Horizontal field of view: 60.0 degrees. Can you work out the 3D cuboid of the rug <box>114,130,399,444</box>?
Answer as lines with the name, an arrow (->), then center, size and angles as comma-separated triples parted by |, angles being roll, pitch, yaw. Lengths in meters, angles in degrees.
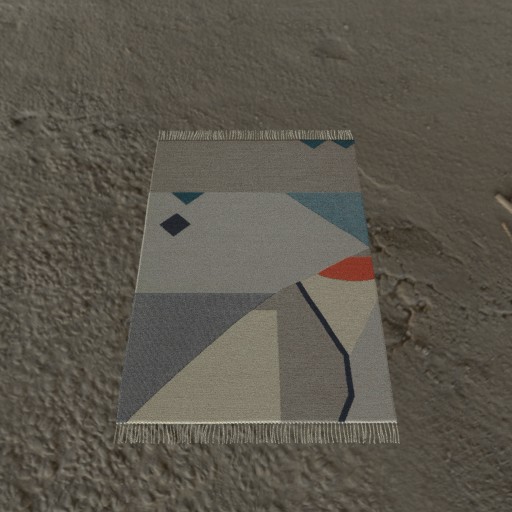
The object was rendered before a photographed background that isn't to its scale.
rug -> 0.000, 0.000, 2.325 | 1.220, 0.005, 1.828 | 0, 60, 0
